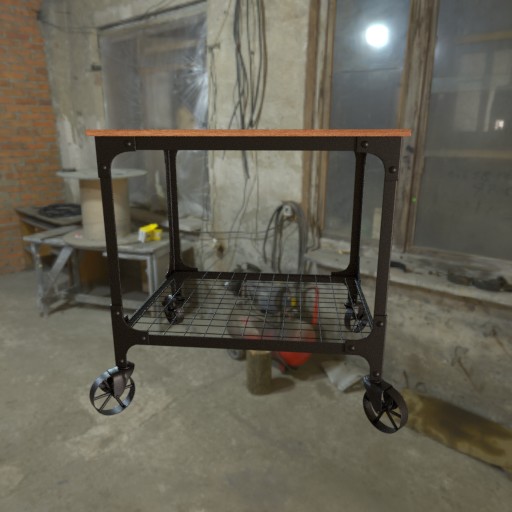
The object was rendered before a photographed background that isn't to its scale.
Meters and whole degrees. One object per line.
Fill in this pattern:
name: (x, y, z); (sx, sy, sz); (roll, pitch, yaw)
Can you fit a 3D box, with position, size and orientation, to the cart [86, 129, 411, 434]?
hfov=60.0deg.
cart: (0.000, 0.000, 1.105); (0.666, 0.603, 0.558); (2, 16, 6)
